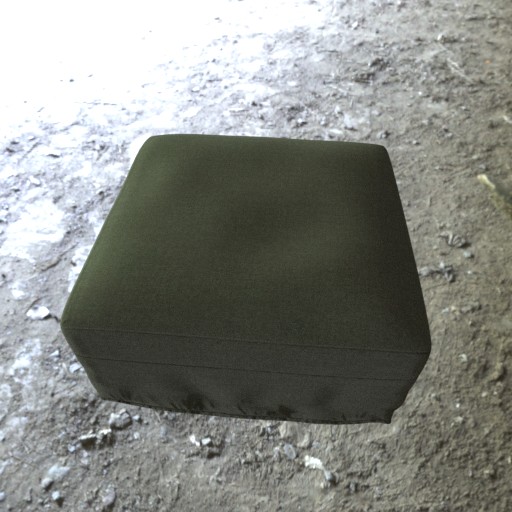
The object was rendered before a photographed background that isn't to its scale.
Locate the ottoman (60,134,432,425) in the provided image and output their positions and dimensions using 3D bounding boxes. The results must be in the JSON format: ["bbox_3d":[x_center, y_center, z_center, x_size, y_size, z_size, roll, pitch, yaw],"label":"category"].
[{"bbox_3d":[0.000,0.000,1.351,0.840,0.436,0.843,3,46,3],"label":"ottoman"}]
